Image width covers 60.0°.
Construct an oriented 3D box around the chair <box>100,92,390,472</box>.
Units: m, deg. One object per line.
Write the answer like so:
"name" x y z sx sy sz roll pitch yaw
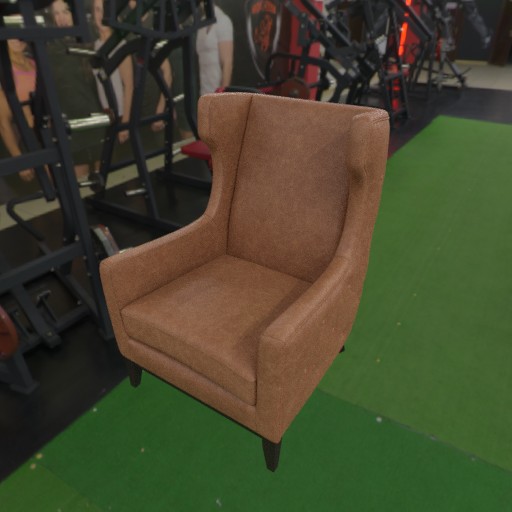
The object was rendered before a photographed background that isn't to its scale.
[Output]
"chair" 0.000 0.000 1.697 0.766 1.079 0.899 19 35 29
